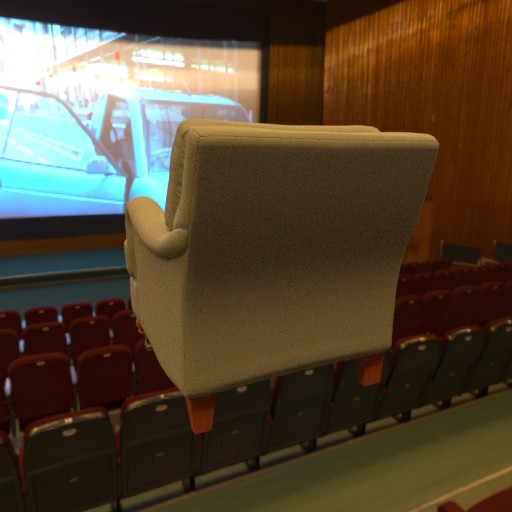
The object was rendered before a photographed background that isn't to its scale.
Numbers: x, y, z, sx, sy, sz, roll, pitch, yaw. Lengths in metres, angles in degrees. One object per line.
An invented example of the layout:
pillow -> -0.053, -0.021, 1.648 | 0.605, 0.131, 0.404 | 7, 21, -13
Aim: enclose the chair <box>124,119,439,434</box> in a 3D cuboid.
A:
chair -> 0.000, 0.000, 1.860 | 0.955, 1.038, 1.070 | -6, 14, -26
